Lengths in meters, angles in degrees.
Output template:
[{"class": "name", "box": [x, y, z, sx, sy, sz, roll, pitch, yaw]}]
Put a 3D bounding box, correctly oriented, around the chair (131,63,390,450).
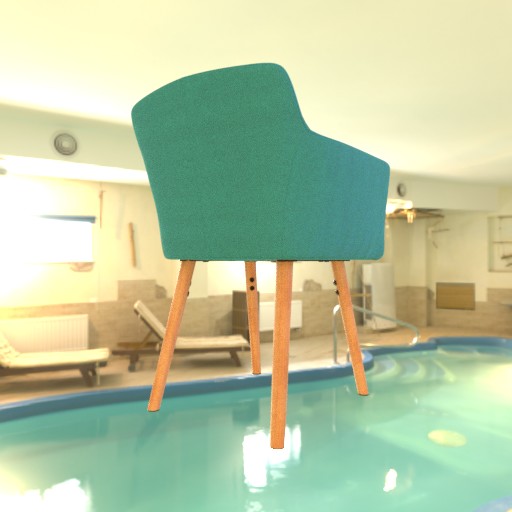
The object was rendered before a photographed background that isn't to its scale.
[{"class": "chair", "box": [0.000, 0.000, 1.165, 0.570, 0.780, 0.540, 0, 0, 36]}]
